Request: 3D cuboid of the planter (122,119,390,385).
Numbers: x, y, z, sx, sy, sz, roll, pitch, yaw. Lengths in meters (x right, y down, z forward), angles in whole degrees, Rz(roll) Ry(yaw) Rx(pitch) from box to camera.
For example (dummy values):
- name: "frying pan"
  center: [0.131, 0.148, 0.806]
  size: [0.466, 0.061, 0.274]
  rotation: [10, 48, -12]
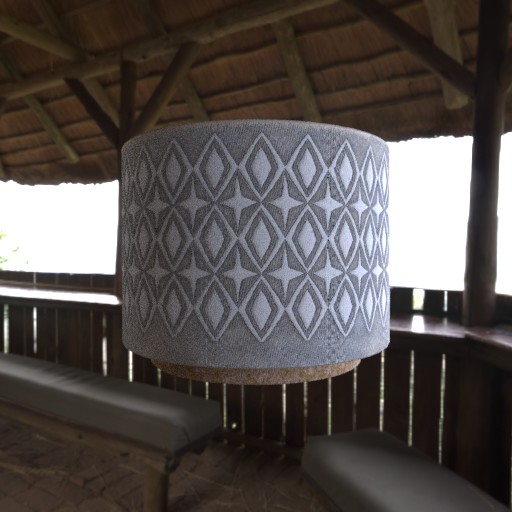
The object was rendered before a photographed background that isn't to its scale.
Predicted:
- name: "planter"
  center: [0.000, 0.000, 0.284]
  size: [0.164, 0.127, 0.164]
  rotation: [0, 1, 0]
